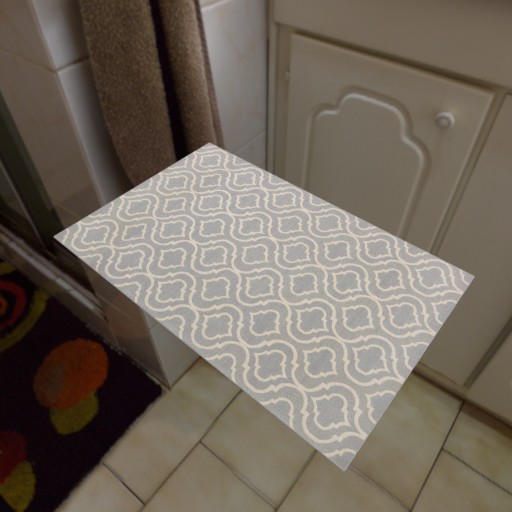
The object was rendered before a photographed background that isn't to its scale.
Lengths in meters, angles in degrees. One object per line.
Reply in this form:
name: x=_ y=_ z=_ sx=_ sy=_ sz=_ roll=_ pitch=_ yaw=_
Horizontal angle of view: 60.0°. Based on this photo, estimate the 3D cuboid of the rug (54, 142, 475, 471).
rug: x=0.000 y=0.000 z=2.183 sx=1.749 sy=0.015 sz=1.141 roll=32 pitch=55 yaw=26
